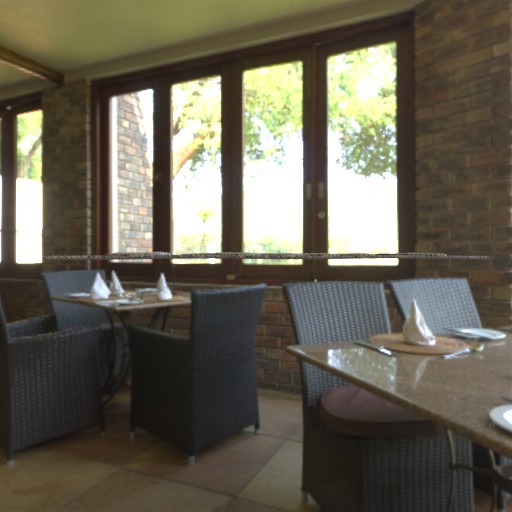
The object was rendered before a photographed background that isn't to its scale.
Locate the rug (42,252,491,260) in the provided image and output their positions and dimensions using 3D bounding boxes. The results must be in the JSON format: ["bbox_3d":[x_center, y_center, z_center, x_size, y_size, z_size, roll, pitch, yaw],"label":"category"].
[{"bbox_3d":[0.000,0.000,2.287,1.823,0.030,1.222,0,0,-17],"label":"rug"}]
